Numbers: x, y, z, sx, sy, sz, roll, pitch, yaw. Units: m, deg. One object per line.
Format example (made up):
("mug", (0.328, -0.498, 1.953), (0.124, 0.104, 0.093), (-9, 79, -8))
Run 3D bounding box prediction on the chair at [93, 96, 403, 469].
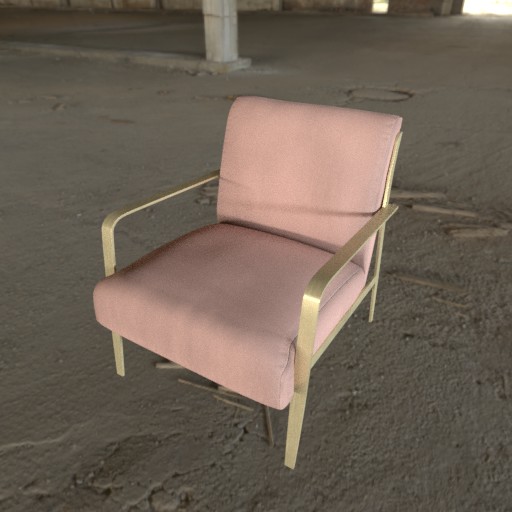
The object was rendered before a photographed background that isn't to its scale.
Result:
("chair", (0.000, 0.000, 1.449), (0.701, 0.823, 0.848), (18, 36, 26))
